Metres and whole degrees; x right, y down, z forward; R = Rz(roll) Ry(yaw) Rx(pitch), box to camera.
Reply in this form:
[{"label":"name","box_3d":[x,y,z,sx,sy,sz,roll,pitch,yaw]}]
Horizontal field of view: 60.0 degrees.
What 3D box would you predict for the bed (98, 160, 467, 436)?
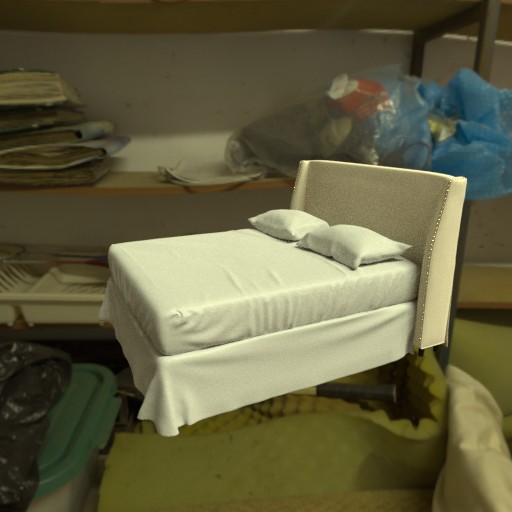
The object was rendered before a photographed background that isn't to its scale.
[{"label":"bed","box_3d":[0.000,0.000,3.491,2.276,1.332,1.925,-8,18,-26]}]
